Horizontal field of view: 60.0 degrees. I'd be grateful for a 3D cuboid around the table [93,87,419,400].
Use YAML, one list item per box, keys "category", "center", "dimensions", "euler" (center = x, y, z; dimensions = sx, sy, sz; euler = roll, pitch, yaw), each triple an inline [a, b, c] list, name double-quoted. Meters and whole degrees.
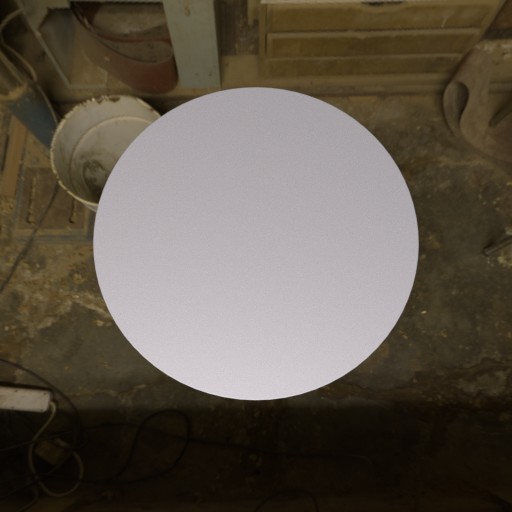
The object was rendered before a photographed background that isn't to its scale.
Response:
- category: "table"
  center: [0.000, 0.000, 1.016]
  dimensions: [0.600, 0.405, 0.600]
  euler: [0, 76, 0]
